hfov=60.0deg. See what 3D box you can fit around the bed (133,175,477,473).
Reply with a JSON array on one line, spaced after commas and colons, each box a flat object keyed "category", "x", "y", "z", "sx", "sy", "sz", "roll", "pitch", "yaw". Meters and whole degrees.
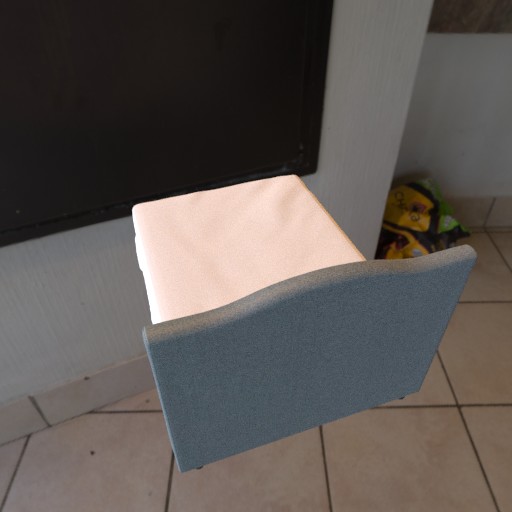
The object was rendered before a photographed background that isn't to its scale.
[{"category": "bed", "x": 0.000, "y": 0.000, "z": 3.271, "sx": 1.753, "sy": 1.460, "sz": 2.143, "roll": -13, "pitch": 43, "yaw": -14}]
